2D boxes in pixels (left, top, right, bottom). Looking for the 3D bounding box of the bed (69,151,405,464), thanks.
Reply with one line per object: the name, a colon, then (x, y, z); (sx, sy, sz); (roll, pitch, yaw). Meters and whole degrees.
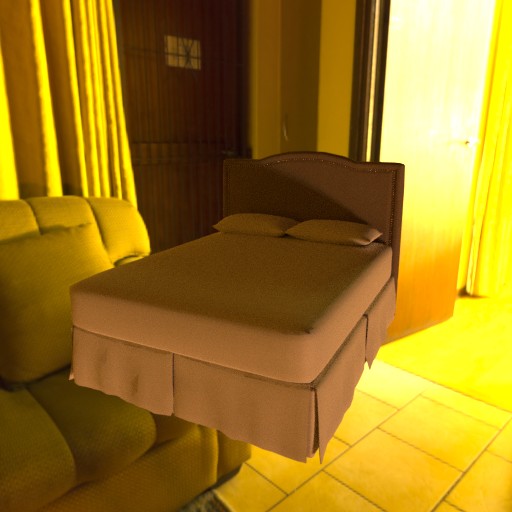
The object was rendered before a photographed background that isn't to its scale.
bed: (0.000, 0.000, 3.203); (1.744, 1.441, 2.128); (7, 16, 26)
